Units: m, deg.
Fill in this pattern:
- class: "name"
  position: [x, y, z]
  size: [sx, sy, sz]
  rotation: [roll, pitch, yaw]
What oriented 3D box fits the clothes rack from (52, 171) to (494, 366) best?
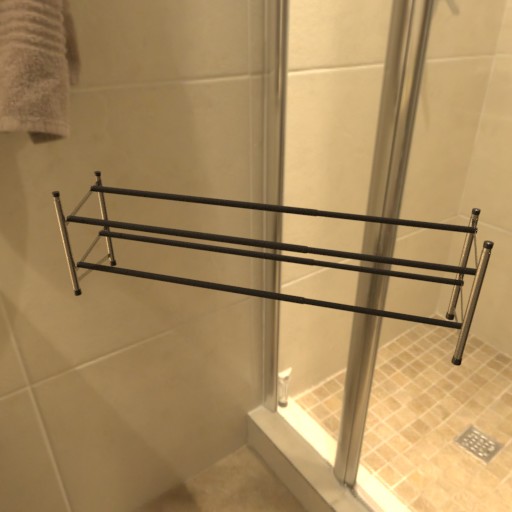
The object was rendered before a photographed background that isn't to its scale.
- class: "clothes rack"
  position: [0.000, 0.000, 1.299]
  size: [1.168, 0.349, 0.229]
  rotation: [8, 29, 15]
